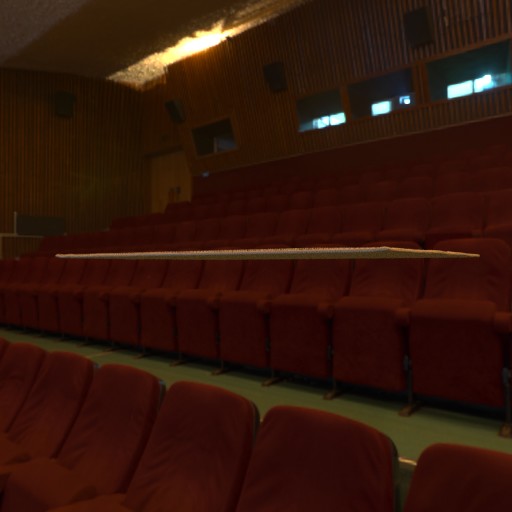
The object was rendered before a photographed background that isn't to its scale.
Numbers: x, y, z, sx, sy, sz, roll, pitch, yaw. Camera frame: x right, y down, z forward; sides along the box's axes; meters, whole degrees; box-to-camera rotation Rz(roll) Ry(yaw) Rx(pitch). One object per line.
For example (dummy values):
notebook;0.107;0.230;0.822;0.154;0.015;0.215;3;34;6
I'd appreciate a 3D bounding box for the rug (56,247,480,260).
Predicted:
rug;0.000;0.000;2.986;2.438;0.034;1.521;-1;-1;38
